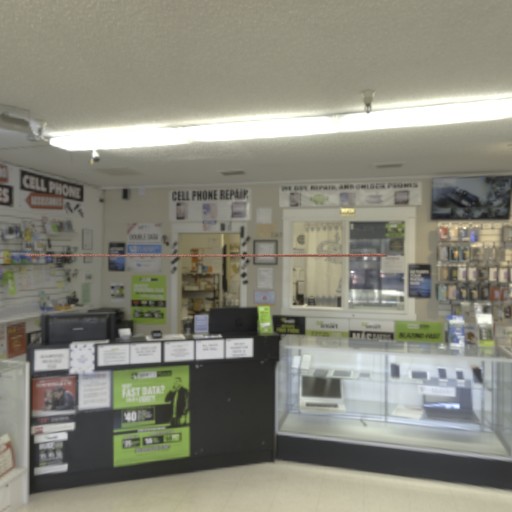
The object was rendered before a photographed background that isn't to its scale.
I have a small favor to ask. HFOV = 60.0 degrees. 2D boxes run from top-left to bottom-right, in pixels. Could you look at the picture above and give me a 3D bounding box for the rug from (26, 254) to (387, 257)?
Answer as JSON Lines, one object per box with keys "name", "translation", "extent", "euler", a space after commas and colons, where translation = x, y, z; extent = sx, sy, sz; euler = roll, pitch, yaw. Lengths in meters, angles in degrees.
{"name": "rug", "translation": [0.000, 0.000, 2.807], "extent": [1.594, 0.009, 2.112], "euler": [0, 0, 17]}
